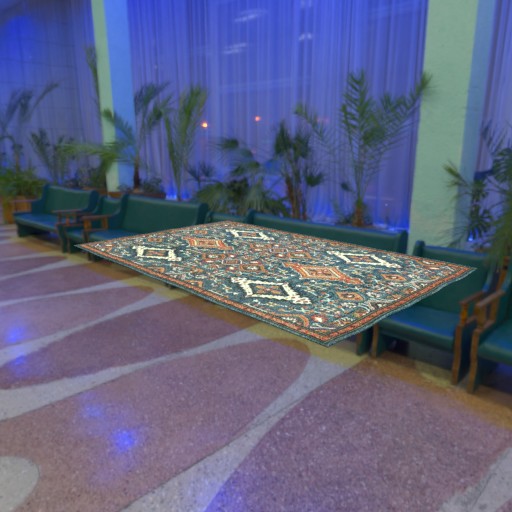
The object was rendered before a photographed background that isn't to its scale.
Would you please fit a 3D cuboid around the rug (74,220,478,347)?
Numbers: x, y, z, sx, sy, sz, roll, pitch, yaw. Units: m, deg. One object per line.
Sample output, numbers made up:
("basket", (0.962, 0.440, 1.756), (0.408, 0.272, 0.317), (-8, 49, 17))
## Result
("rug", (0.000, 0.000, 4.293), (2.190, 0.008, 3.371), (-14, 20, -42))
